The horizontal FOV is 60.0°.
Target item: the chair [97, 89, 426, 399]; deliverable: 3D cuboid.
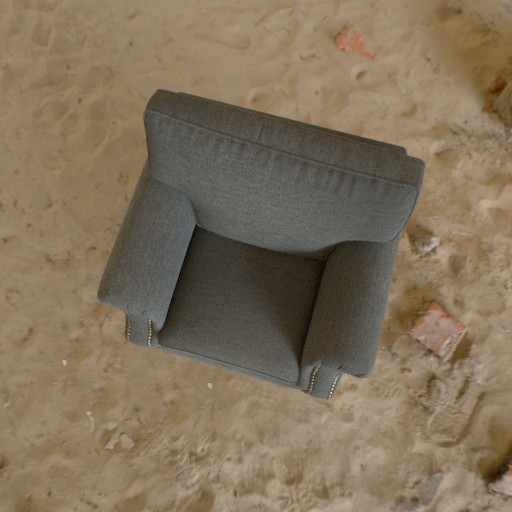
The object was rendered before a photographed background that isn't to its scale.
[{"bbox_3d":[0.000,0.000,1.849,1.092,0.961,0.965,15,75,4],"label":"chair"}]
